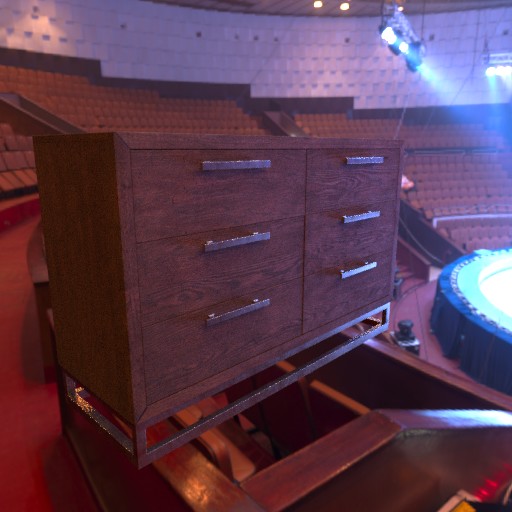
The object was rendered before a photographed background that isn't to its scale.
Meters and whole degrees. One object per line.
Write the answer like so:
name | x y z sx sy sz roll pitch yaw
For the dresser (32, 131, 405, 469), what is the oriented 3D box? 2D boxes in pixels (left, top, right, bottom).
dresser | 0.000 0.000 2.062 0.623 1.061 1.646 13 19 43
